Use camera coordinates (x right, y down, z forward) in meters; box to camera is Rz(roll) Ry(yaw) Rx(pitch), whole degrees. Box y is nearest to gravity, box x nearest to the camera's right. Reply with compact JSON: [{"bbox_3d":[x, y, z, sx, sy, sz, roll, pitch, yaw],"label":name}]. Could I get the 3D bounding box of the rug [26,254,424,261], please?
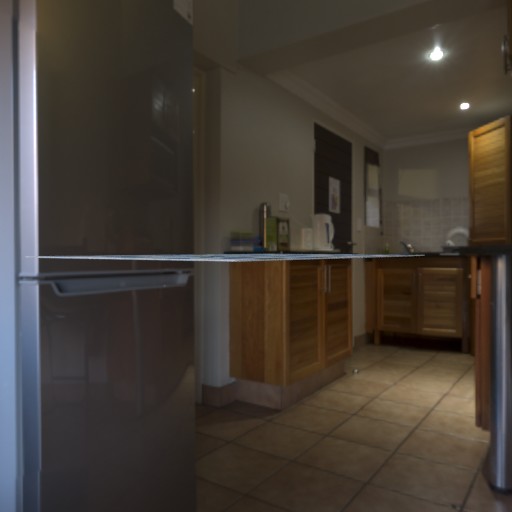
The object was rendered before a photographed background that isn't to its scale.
[{"bbox_3d":[0.000,0.000,2.354,1.229,0.005,1.827,1,1,37],"label":"rug"}]
